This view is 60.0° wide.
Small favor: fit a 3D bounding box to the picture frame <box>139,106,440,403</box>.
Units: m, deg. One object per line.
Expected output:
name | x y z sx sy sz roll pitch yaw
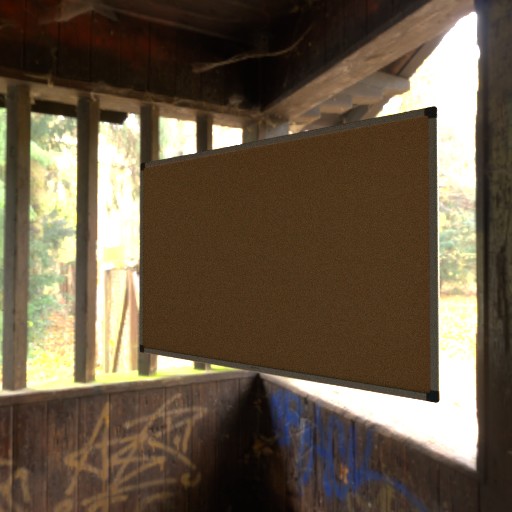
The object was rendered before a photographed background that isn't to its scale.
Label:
picture frame | 0.000 0.000 1.150 0.900 0.600 0.010 -1 -1 35
